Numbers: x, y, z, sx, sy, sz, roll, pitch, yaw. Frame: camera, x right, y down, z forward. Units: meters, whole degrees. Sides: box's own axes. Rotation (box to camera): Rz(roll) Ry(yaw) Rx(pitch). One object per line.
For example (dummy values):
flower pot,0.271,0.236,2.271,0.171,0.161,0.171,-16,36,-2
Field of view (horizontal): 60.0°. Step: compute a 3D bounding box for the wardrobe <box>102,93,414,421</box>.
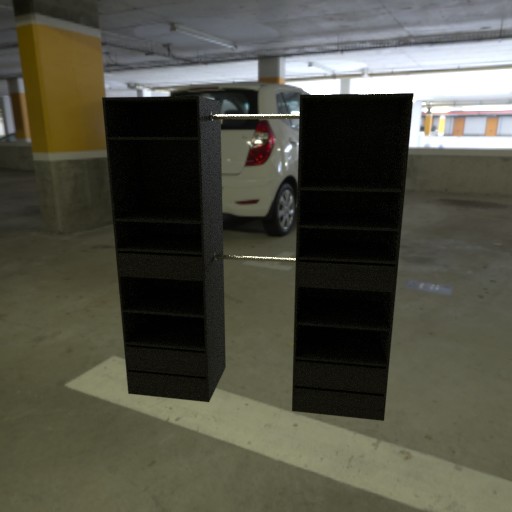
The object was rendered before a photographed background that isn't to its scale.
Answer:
wardrobe,0.000,0.000,2.977,1.770,2.000,0.480,3,16,10
